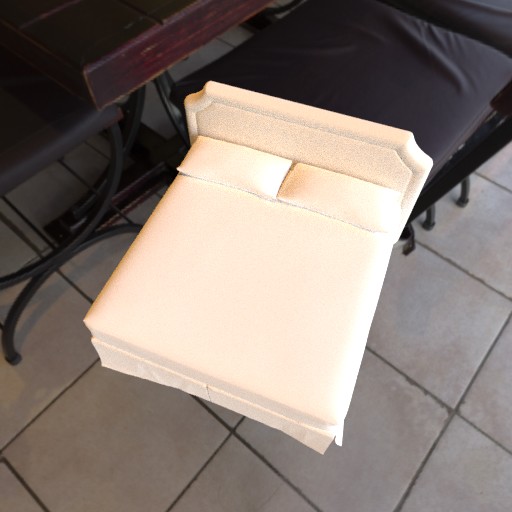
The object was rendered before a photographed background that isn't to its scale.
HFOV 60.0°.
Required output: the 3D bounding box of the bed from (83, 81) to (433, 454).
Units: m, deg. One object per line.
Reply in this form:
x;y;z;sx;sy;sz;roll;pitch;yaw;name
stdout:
0.000;0.000;3.513;2.160;1.301;2.204;18;59;11;bed
